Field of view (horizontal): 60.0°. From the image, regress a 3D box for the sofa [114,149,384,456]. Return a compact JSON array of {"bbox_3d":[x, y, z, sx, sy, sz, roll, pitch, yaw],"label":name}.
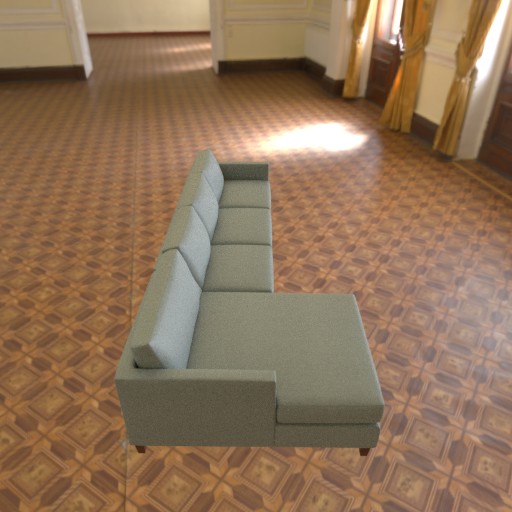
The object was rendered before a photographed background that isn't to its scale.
[{"bbox_3d":[0.000,0.000,4.079,1.600,0.953,3.470,0,33,1],"label":"sofa"}]
